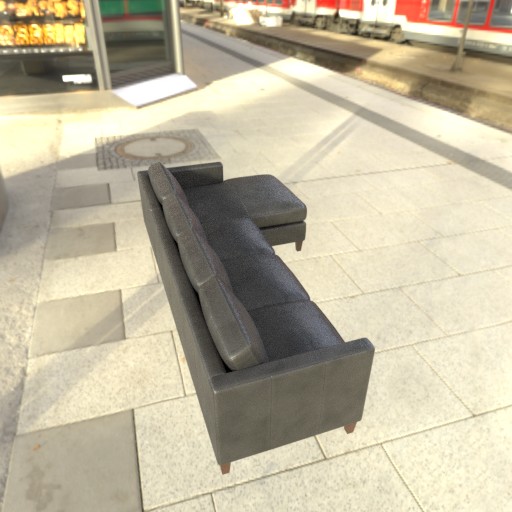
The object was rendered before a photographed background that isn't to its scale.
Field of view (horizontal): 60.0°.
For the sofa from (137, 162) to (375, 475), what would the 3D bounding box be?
[{"bbox_3d":[0.000,0.000,3.841,1.581,0.883,3.203,-10,33,-16],"label":"sofa"}]
